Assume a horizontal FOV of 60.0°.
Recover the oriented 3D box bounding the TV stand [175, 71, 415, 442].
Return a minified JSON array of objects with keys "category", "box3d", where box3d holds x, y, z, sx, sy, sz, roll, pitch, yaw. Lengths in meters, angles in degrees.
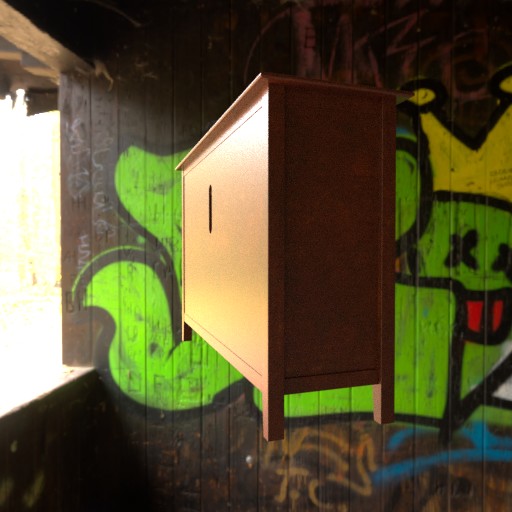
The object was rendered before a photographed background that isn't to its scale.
[{"category":"TV stand","box3d":[0.000,0.000,1.788,0.445,0.915,1.372,0,1,-19]}]
